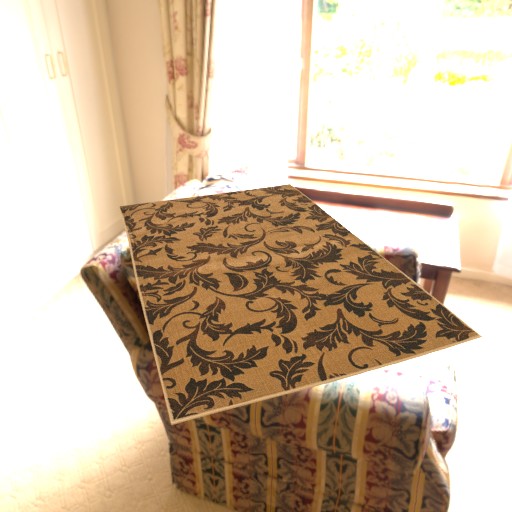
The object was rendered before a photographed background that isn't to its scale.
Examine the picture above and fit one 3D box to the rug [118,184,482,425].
[{"bbox_3d":[0.000,0.000,2.848,1.522,0.008,2.284,-10,31,-18],"label":"rug"}]
